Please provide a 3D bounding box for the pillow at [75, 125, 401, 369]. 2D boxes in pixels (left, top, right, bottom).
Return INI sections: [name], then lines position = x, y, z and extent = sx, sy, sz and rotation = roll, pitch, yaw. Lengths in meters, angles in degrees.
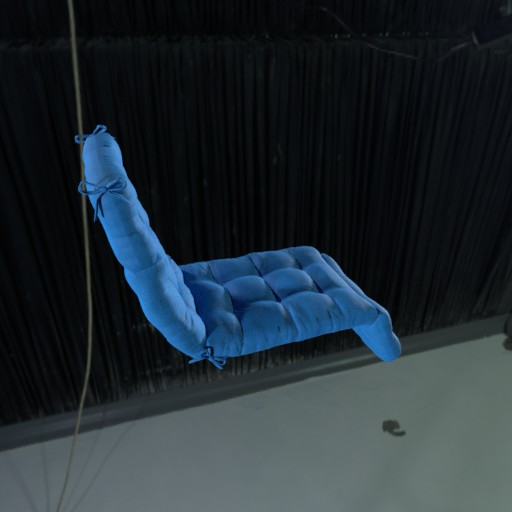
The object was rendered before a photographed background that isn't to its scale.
[pillow]
position = 0.000, 0.000, 1.523
extent = 1.016, 0.863, 0.526
rotation = -10, 32, -18
